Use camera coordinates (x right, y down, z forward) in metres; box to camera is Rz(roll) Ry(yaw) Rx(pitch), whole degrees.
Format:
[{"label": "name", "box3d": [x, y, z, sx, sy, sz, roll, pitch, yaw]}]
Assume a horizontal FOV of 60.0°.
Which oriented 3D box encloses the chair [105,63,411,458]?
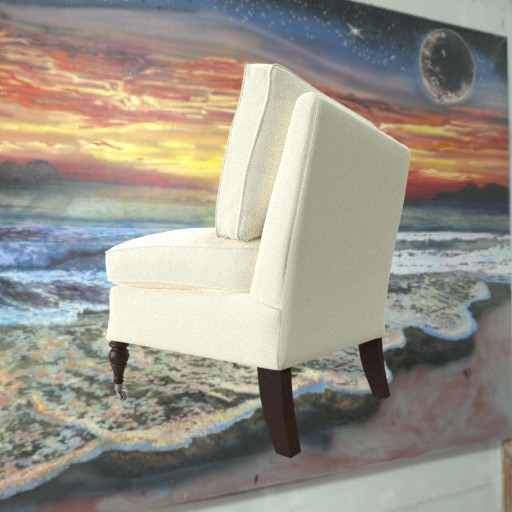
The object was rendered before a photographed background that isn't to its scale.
[{"label": "chair", "box3d": [0.000, 0.000, 1.379, 0.781, 0.887, 0.630, -1, -1, 38]}]
